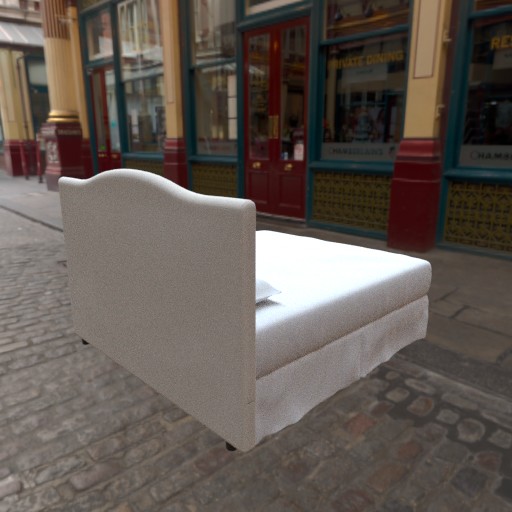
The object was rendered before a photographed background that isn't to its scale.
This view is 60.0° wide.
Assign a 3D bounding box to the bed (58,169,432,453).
[{"bbox_3d":[0.000,0.000,3.497,2.182,1.421,2.083,-13,19,-43],"label":"bed"}]
